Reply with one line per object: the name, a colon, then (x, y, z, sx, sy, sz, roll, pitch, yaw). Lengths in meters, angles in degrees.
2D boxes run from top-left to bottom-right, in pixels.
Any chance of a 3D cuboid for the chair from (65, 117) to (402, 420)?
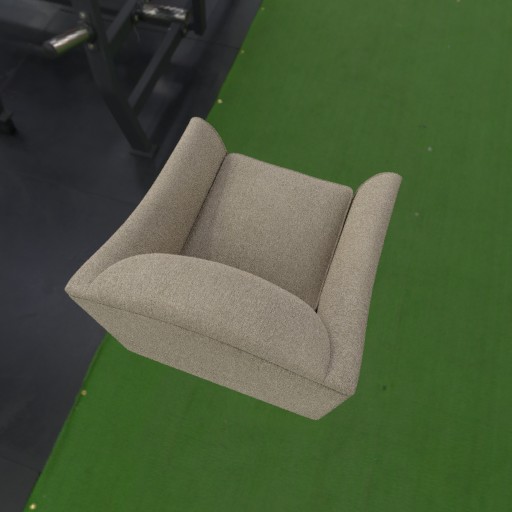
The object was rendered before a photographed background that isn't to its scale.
chair: (0.000, 0.000, 1.476, 0.763, 0.839, 0.787, 18, 66, 8)
